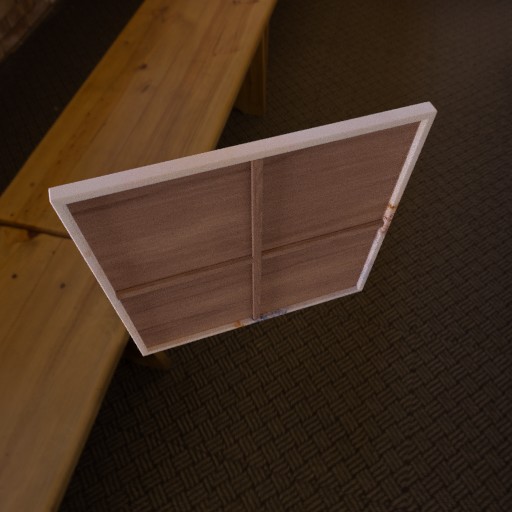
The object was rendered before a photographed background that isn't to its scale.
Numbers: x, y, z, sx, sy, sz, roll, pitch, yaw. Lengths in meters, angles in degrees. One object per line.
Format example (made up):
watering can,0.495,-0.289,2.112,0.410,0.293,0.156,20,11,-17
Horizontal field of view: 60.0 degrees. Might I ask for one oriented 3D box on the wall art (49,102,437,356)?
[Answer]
wall art,0.000,0.000,1.352,0.889,0.889,0.038,-15,59,-10
